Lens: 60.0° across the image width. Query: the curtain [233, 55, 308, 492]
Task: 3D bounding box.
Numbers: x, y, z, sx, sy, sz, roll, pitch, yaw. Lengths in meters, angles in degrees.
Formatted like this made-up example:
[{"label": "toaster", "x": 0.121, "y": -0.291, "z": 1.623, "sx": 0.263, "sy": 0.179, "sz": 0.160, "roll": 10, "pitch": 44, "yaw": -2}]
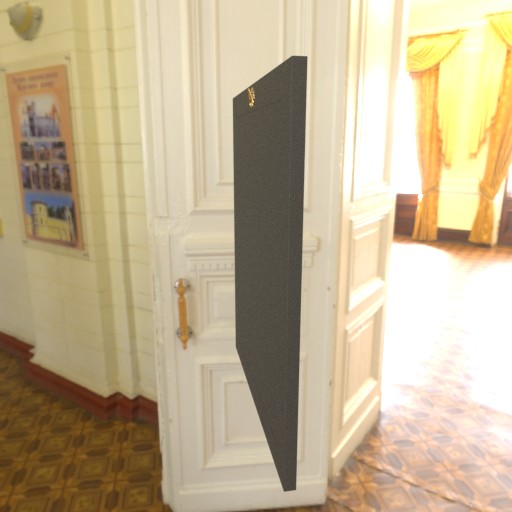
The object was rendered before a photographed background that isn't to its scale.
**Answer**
[{"label": "curtain", "x": 0.000, "y": 0.000, "z": 0.802, "sx": 0.027, "sy": 0.585, "sz": 0.483, "roll": -3, "pitch": 14, "yaw": -11}]
